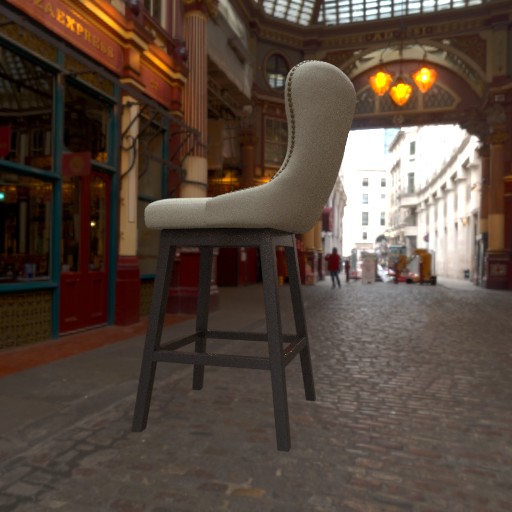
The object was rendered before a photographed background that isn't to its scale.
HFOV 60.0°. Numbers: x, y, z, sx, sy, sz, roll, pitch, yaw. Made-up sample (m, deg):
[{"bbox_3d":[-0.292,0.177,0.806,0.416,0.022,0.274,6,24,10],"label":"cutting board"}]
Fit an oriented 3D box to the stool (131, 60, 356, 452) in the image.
[{"bbox_3d":[0.000,0.000,1.344,0.593,0.971,0.528,0,0,17],"label":"stool"}]
